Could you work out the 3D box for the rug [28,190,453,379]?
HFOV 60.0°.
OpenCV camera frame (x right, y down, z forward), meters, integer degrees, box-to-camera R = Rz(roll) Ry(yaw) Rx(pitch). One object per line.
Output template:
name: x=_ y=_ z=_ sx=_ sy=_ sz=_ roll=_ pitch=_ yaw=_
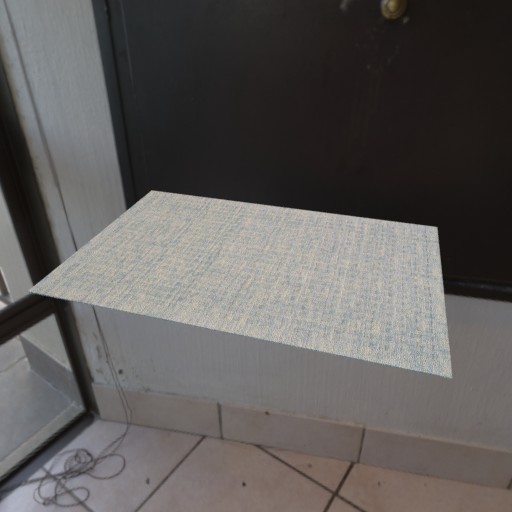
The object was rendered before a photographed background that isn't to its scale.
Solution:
rug: x=0.000 y=0.000 z=2.202 sx=1.752 sy=0.006 sz=1.142 roll=9 pitch=33 yaw=14
